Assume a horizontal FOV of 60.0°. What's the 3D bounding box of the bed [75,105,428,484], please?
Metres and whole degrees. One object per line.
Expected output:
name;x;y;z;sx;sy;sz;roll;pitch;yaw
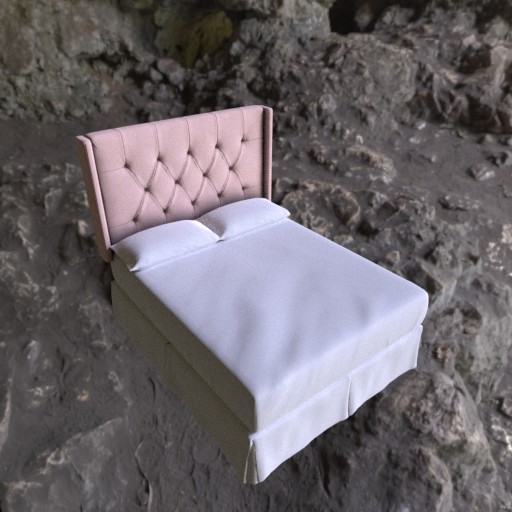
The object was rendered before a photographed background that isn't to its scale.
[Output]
bed;0.000;0.000;3.311;1.719;1.665;2.066;-22;37;-32
